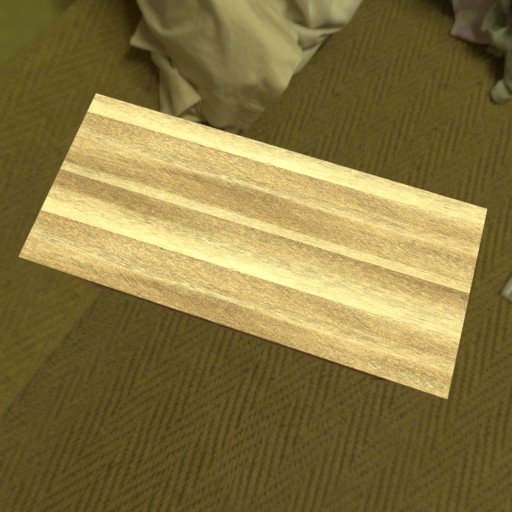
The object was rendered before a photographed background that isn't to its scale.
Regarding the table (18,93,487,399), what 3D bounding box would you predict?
[{"bbox_3d":[0.000,0.000,1.360,1.095,0.480,0.493,18,76,4],"label":"table"}]
